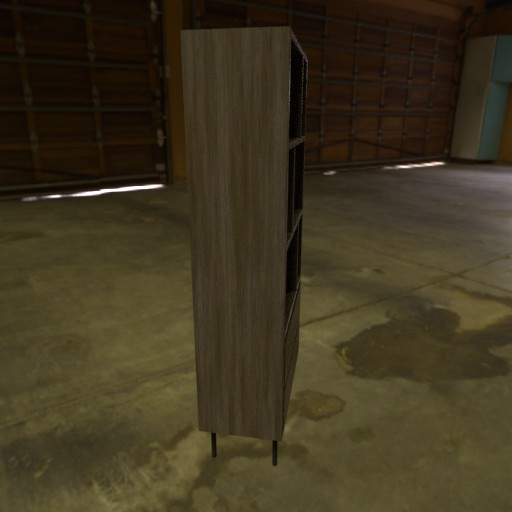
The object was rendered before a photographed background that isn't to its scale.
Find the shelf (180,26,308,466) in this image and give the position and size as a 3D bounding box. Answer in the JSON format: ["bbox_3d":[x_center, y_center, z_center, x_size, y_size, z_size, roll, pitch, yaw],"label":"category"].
[{"bbox_3d":[0.000,0.000,1.790,0.323,1.545,0.670,3,17,10],"label":"shelf"}]
